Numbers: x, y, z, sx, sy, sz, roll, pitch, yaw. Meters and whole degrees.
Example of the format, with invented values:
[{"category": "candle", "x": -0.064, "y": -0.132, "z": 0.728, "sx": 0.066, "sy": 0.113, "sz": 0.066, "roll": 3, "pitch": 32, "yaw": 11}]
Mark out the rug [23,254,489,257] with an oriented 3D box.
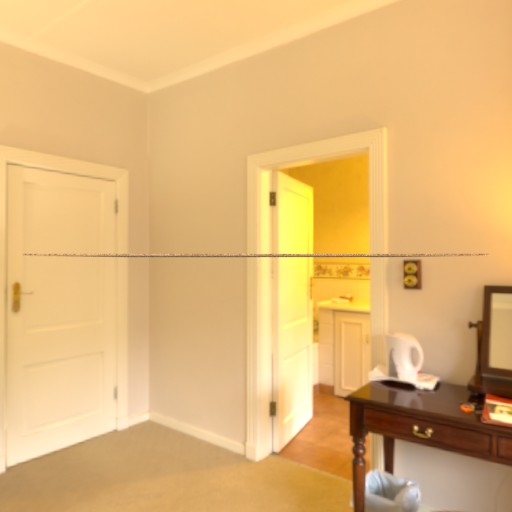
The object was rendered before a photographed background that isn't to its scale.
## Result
[{"category": "rug", "x": 0.000, "y": 0.000, "z": 4.257, "sx": 3.200, "sy": 0.012, "sz": 2.438, "roll": 0, "pitch": 0, "yaw": 0}]
